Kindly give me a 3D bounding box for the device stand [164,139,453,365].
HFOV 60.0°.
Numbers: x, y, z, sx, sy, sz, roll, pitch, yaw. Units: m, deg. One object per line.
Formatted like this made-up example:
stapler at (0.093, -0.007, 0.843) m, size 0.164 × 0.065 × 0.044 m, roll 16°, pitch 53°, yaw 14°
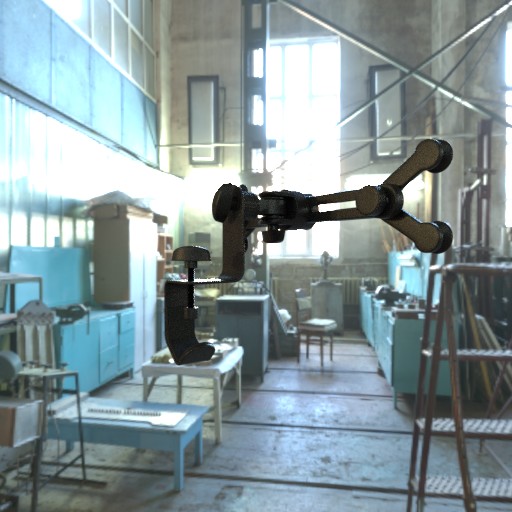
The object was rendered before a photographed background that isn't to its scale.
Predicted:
device stand at (0.000, 0.000, 0.374) m, size 0.142 × 0.166 × 0.270 m, roll 0°, pitch 0°, yaw -36°
